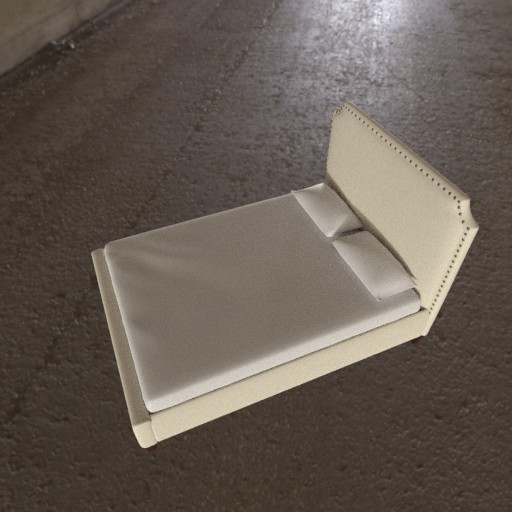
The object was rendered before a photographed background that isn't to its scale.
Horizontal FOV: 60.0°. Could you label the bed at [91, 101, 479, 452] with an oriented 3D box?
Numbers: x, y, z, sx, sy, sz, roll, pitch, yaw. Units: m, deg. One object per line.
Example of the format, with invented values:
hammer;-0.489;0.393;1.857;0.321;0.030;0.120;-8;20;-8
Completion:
bed;0.000;0.000;3.404;2.372;1.443;1.712;-17;48;-16
